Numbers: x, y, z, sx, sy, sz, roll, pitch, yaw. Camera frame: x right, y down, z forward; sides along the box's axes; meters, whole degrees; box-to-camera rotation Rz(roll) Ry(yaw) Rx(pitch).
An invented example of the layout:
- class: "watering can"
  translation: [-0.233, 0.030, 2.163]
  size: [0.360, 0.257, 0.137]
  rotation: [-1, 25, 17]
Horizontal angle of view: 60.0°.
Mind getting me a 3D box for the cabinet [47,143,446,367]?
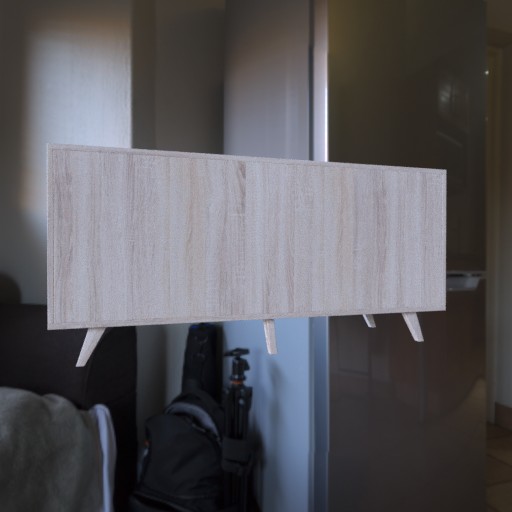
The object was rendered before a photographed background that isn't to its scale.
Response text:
- class: "cabinet"
  translation: [0.000, 0.000, 1.997]
  size: [1.650, 0.780, 0.500]
  rotation: [0, 1, -18]
